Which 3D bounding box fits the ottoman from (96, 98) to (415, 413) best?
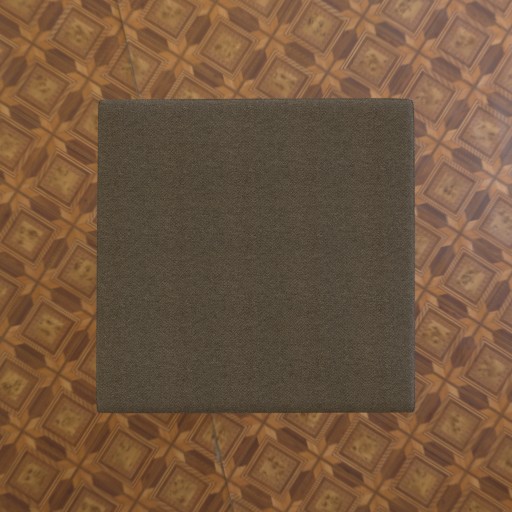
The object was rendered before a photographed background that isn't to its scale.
[{"bbox_3d":[0.000,0.000,1.502,0.981,0.378,0.970,0,89,0],"label":"ottoman"}]
